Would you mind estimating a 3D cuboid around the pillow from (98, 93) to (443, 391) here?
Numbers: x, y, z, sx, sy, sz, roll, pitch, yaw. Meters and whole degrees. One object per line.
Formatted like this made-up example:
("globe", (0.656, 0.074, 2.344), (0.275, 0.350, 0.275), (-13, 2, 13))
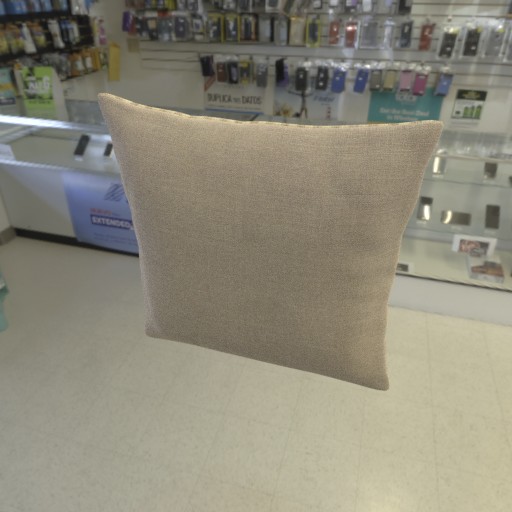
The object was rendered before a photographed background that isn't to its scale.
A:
("pillow", (0.000, 0.000, 0.769), (0.523, 0.510, 0.166), (10, 33, 15))
